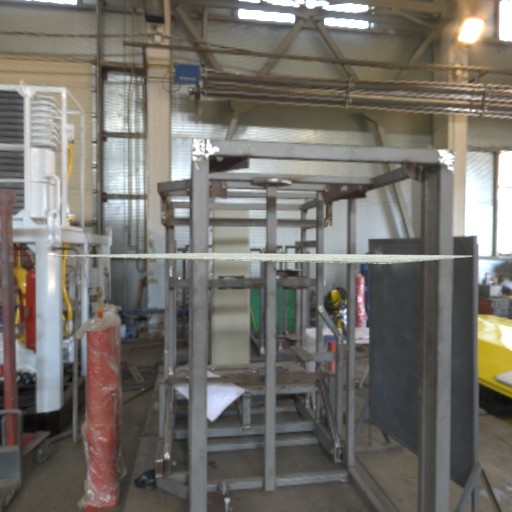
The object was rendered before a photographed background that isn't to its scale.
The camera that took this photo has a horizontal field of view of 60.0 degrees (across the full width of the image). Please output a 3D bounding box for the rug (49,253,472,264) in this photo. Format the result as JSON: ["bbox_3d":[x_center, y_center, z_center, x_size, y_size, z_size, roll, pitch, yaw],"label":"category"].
[{"bbox_3d":[0.000,0.000,2.868,2.283,0.006,1.521,1,1,36],"label":"rug"}]
